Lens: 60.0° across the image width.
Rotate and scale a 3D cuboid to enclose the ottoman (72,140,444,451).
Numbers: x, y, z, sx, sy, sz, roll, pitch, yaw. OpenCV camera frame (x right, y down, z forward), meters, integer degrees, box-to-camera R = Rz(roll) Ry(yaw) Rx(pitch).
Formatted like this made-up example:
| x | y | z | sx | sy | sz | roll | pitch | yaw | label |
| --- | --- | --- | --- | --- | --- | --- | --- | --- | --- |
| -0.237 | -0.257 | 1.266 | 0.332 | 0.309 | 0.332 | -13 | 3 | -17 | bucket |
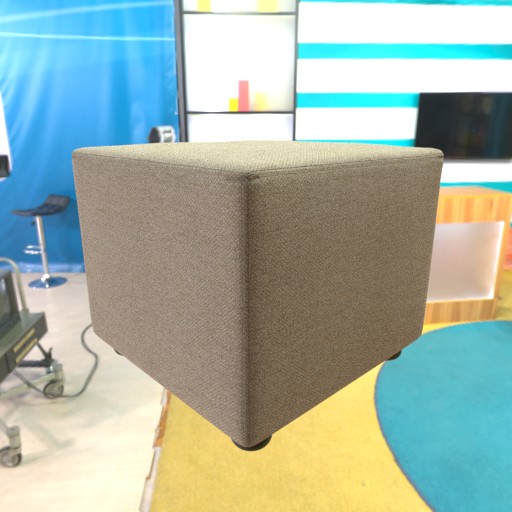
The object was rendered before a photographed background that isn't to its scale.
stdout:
| x | y | z | sx | sy | sz | roll | pitch | yaw | label |
| --- | --- | --- | --- | --- | --- | --- | --- | --- | --- |
| 0.000 | 0.000 | 0.873 | 0.508 | 0.432 | 0.508 | -15 | 22 | -41 | ottoman |
